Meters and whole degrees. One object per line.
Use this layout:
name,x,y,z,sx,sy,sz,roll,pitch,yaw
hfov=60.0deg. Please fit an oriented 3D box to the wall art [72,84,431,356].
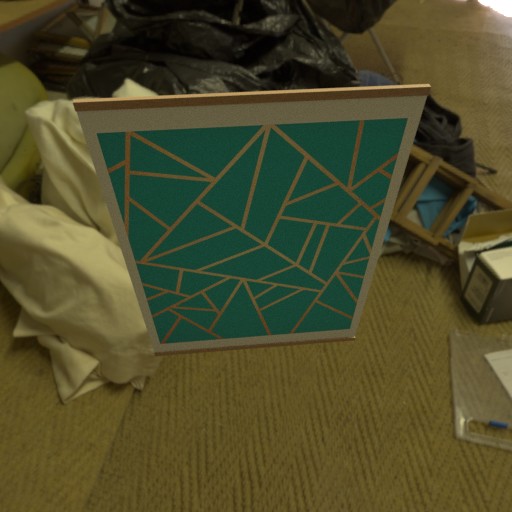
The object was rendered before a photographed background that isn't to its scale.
wall art,0.000,0.000,1.312,0.758,1.016,0.013,-4,47,-4
